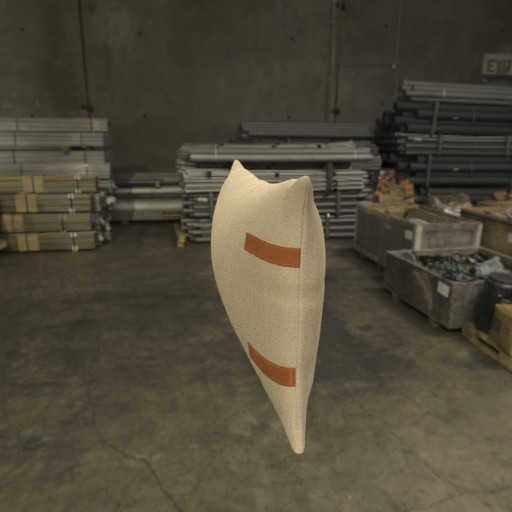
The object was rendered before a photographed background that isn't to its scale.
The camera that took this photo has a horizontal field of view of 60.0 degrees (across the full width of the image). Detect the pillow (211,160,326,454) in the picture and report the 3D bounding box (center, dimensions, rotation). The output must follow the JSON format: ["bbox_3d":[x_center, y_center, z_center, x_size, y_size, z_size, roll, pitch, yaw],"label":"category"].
[{"bbox_3d":[0.000,0.000,0.748,0.148,0.308,0.612,-2,14,-9],"label":"pillow"}]
